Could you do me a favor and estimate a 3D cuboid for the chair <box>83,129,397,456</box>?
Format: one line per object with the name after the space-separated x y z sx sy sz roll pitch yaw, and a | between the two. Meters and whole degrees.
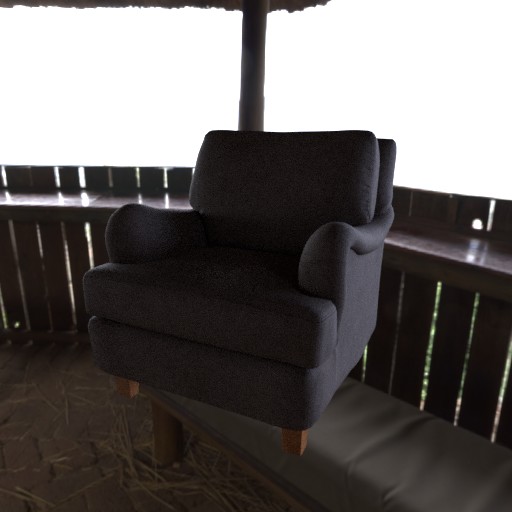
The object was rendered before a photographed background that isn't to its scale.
0.000 0.000 1.819 0.955 0.997 1.070 8 18 25 | chair
